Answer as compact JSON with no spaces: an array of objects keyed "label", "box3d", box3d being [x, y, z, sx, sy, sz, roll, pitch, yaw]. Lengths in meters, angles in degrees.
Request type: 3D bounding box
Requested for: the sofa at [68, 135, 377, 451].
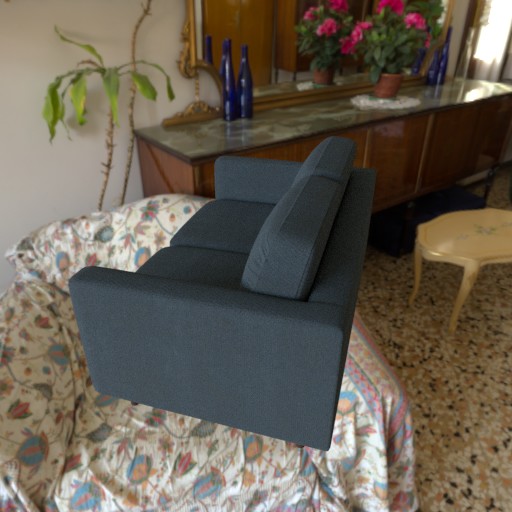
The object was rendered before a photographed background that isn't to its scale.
[{"label":"sofa","box3d":[0.000,0.000,2.165,0.999,0.930,1.518,9,31,15]}]
